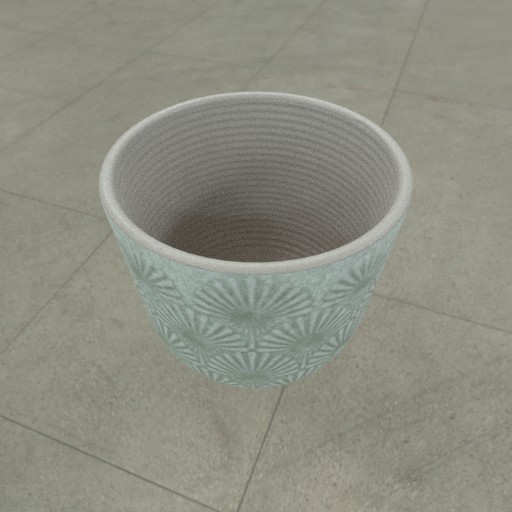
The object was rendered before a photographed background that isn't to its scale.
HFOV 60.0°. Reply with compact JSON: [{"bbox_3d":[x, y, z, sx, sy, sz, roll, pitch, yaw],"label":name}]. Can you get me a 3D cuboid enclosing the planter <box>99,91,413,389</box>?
[{"bbox_3d":[0.000,0.000,0.298,0.170,0.152,0.170,0,45,0],"label":"planter"}]
